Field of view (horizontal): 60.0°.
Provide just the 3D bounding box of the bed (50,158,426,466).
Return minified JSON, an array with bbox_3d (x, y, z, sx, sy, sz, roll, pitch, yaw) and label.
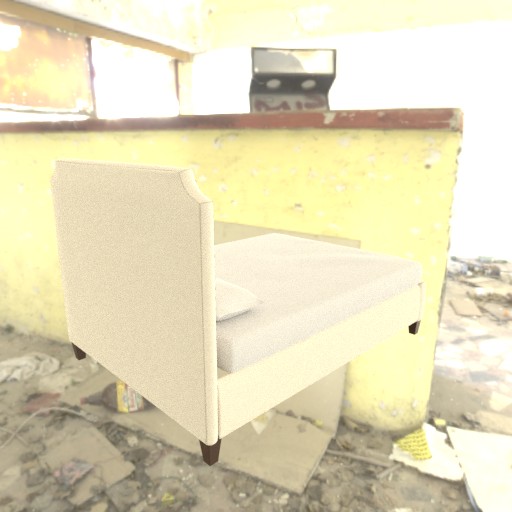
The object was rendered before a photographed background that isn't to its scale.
[{"bbox_3d":[0.000,0.000,3.398,2.372,1.497,1.712,-14,20,-43],"label":"bed"}]
